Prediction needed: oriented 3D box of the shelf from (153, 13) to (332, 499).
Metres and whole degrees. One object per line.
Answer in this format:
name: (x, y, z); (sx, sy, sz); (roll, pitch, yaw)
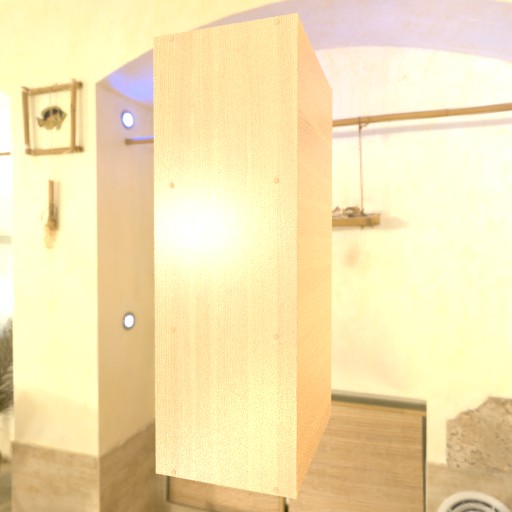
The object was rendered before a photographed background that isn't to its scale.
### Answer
shelf: (0.000, 0.000, 1.041); (0.292, 0.876, 0.417); (0, 2, 18)
